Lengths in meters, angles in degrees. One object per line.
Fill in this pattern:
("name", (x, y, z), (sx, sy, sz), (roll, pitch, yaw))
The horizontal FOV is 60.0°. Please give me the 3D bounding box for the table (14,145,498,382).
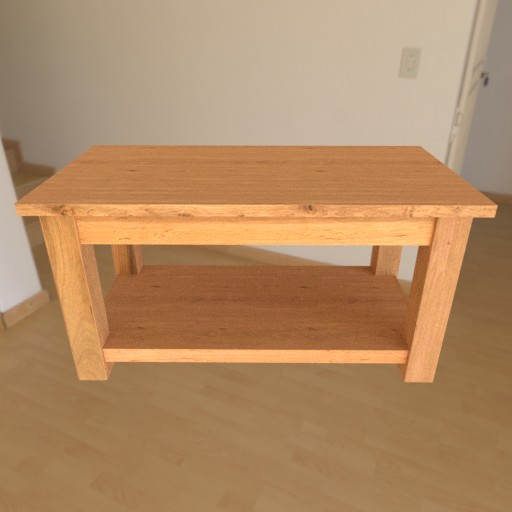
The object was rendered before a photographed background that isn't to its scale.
("table", (0.000, 0.000, 1.128), (0.899, 0.452, 0.450), (0, 28, 0))
